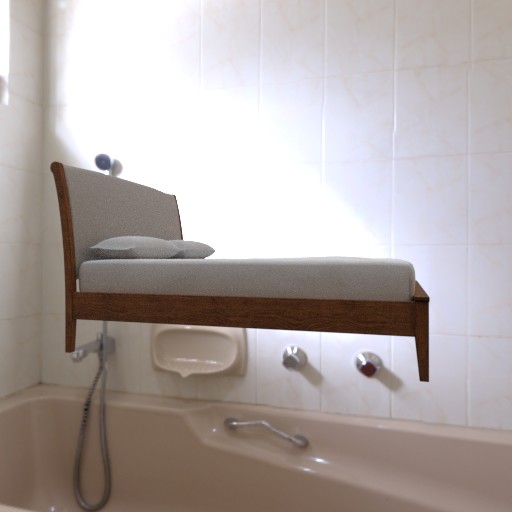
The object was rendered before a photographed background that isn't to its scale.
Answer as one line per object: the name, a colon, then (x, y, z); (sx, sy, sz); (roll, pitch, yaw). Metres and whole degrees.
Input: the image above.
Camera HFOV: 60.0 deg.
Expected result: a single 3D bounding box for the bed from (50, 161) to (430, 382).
bed: (0.000, 0.000, 3.006); (2.108, 1.135, 1.502); (0, 0, 18)
